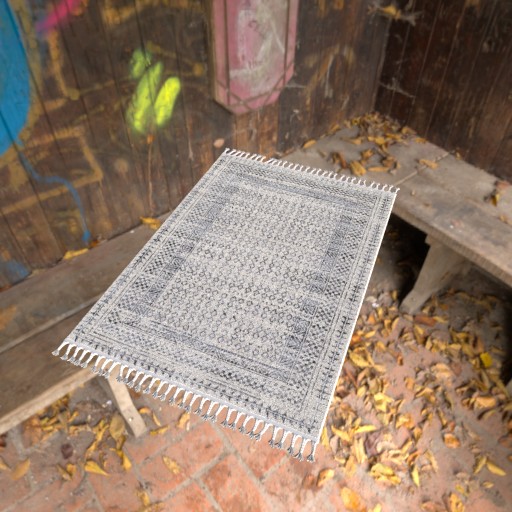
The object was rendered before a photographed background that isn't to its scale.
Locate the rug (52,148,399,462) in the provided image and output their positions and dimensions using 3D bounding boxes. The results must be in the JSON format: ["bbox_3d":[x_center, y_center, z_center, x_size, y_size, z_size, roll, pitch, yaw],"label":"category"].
[{"bbox_3d":[0.000,0.000,2.422,1.243,0.013,1.872,17,48,16],"label":"rug"}]
